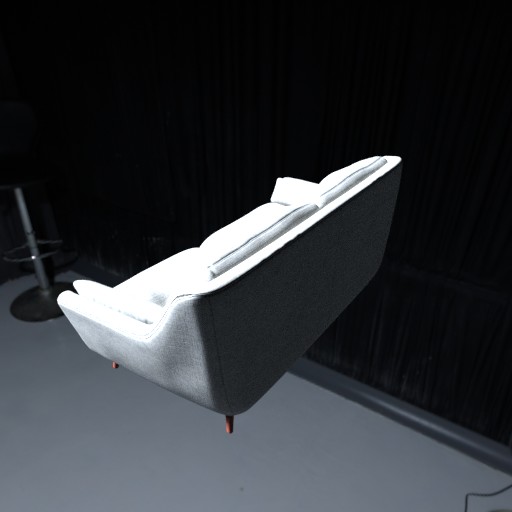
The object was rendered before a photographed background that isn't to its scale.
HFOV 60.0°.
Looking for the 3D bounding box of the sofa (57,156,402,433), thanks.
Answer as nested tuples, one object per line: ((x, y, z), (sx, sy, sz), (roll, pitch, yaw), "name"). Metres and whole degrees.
((0.000, 0.000, 2.499), (0.976, 0.897, 1.930), (20, 35, 31), "sofa")
